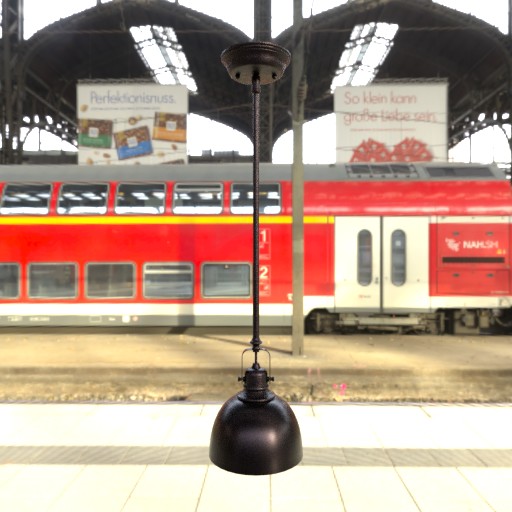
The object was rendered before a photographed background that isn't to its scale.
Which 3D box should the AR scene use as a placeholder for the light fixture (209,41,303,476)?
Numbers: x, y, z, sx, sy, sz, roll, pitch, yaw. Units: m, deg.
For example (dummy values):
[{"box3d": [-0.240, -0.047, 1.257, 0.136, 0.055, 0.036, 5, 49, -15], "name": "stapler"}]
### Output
[{"box3d": [0.000, 0.000, 0.861, 0.182, 0.768, 0.182, 0, 0, 0], "name": "light fixture"}]
